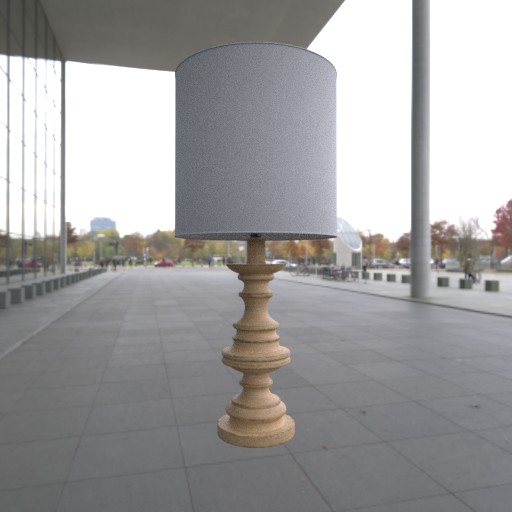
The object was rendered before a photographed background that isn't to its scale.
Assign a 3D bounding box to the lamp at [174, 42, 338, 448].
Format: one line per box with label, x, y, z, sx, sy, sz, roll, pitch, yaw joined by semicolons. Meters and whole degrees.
lamp;0.000;0.000;0.575;0.208;0.455;0.208;0;0;1
